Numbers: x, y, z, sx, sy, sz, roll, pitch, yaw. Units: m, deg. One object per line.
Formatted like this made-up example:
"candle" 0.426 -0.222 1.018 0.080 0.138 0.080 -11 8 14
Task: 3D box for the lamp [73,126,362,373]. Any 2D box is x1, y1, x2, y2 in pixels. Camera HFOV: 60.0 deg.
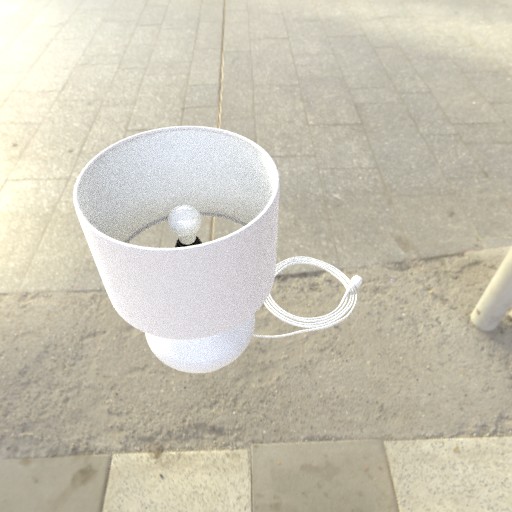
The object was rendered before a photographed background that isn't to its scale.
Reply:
"lamp" 0.000 0.000 0.870 0.546 0.457 0.401 -3 47 -3
